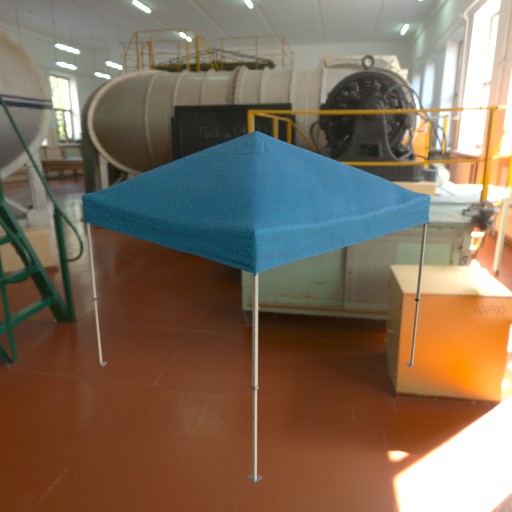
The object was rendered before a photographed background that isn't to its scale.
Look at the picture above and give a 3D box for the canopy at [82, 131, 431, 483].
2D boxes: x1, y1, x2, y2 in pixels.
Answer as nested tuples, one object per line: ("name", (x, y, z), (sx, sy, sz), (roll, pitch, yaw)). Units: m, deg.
("canopy", (0.000, 0.000, 5.515), (2.996, 2.997, 2.998), (-14, 21, -43))
